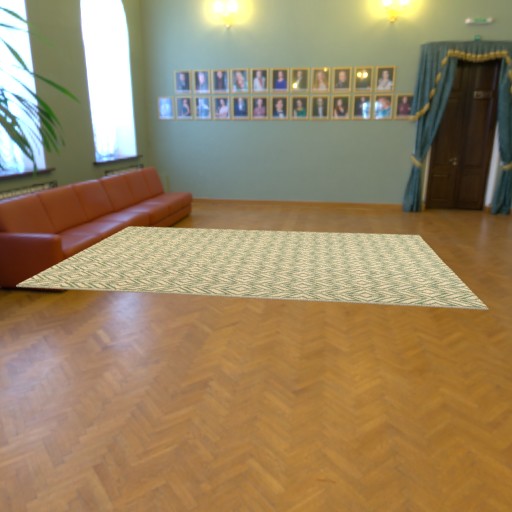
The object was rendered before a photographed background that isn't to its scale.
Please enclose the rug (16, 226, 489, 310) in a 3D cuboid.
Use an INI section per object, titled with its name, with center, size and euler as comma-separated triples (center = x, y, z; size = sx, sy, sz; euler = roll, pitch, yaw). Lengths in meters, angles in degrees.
[rug]
center = 0.000, 0.000, 2.979
size = 2.435, 0.011, 1.517
euler = 2, 16, 7
